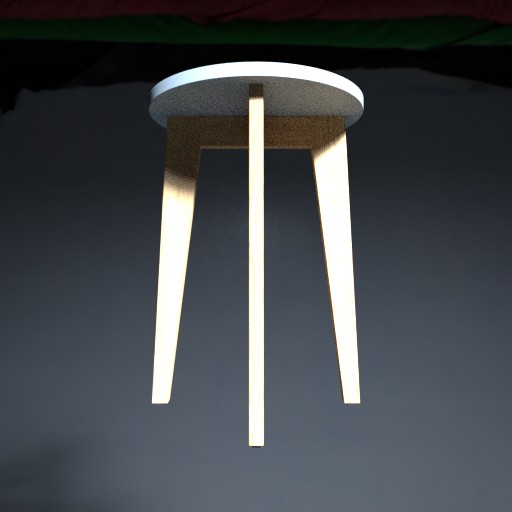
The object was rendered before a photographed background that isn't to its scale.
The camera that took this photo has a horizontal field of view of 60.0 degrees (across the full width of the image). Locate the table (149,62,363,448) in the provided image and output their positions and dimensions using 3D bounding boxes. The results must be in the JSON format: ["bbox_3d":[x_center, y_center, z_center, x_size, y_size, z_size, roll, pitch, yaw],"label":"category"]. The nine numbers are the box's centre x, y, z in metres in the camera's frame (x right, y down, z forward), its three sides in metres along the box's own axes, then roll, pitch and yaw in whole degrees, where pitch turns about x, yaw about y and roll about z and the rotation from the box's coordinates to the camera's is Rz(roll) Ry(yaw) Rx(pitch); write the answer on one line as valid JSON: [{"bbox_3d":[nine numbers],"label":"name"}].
[{"bbox_3d":[0.000,0.000,0.745,0.350,0.500,0.350,0,0,0],"label":"table"}]
